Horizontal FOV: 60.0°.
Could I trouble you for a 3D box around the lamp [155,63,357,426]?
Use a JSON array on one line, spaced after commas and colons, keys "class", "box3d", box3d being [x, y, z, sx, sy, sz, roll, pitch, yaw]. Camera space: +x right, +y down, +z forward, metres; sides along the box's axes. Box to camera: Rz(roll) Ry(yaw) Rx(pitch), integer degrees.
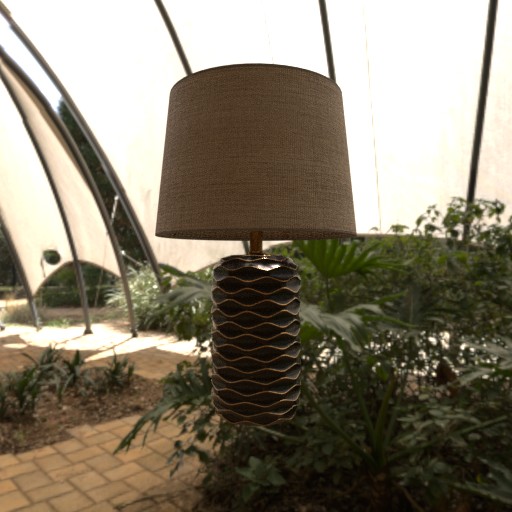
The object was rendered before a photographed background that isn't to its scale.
[{"class": "lamp", "box3d": [0.000, 0.000, 0.845, 0.376, 0.594, 0.376, 0, 0, 0]}]
